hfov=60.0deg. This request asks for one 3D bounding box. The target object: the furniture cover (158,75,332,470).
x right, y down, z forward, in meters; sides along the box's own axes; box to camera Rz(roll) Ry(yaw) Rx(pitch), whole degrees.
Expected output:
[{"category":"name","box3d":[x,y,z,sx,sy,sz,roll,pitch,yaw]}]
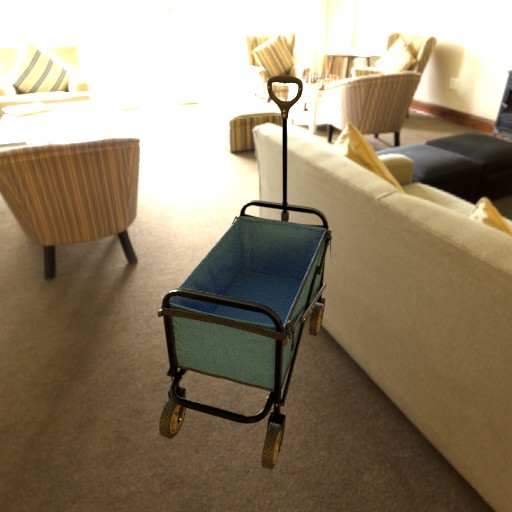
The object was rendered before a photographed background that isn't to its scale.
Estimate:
[{"category":"furniture cover","box3d":[0.000,0.000,1.837,0.532,1.295,1.038,10,32,16]}]
